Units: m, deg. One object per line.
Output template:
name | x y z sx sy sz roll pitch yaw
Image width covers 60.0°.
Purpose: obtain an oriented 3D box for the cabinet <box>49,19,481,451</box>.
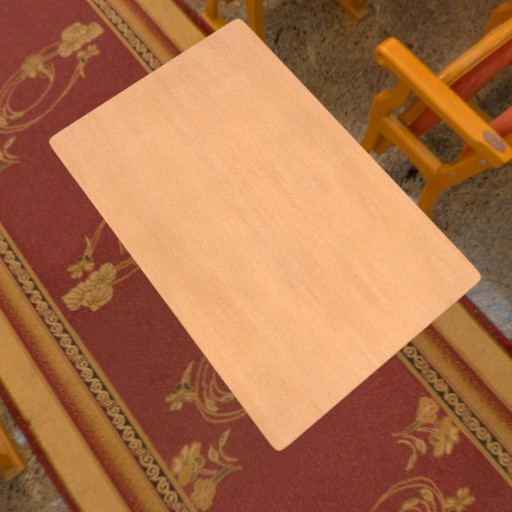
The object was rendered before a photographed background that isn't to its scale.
cabinet | 0.000 0.000 1.244 0.503 0.762 0.763 -37 78 -9
